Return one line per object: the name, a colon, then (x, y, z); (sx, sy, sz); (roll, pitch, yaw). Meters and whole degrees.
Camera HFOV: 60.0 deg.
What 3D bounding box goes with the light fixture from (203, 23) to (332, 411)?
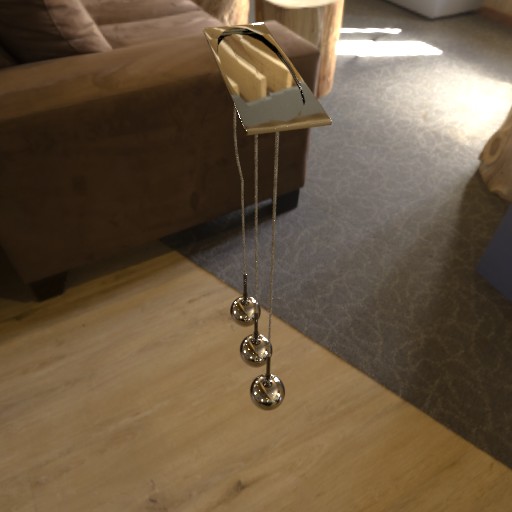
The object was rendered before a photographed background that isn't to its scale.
light fixture: (0.000, 0.000, 1.647); (0.188, 1.408, 0.623); (-10, 47, -9)
